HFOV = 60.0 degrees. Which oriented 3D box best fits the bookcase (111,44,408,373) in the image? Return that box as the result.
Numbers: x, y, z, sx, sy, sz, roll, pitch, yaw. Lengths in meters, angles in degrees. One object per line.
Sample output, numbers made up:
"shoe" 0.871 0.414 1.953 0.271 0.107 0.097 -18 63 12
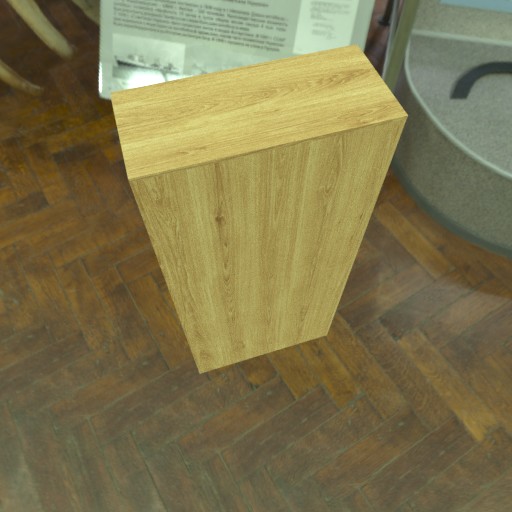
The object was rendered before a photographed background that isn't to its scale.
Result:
"bookcase" 0.000 0.000 2.395 0.950 2.020 0.420 -15 60 -9
